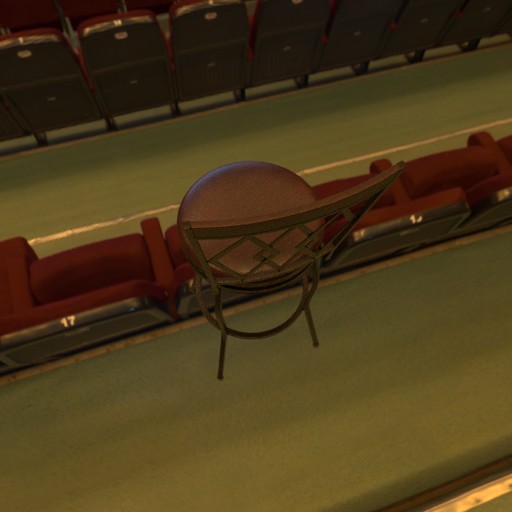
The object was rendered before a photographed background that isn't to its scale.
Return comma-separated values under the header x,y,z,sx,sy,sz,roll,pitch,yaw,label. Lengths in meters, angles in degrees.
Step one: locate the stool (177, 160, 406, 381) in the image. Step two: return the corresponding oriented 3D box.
x,y,z,sx,sy,sz,roll,pitch,yaw,label
0.000,0.000,1.359,0.432,1.134,0.521,-17,61,-10,stool
